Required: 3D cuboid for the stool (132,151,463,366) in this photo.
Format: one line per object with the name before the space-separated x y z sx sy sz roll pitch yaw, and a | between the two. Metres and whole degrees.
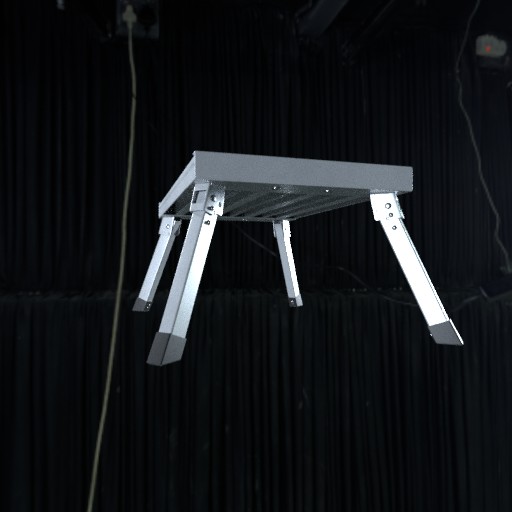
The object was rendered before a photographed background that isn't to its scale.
stool | 0.000 0.000 0.744 0.385 0.225 0.535 0 -1 -17
